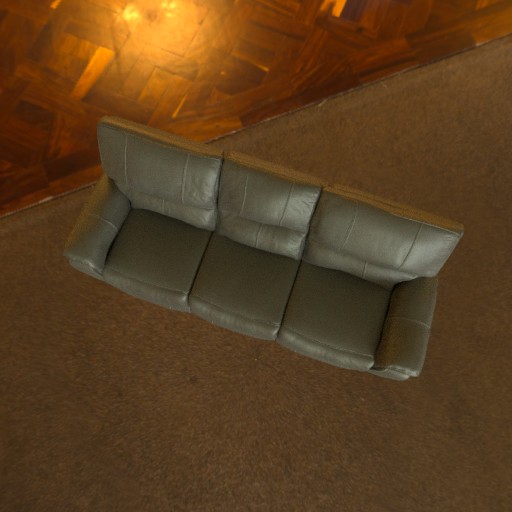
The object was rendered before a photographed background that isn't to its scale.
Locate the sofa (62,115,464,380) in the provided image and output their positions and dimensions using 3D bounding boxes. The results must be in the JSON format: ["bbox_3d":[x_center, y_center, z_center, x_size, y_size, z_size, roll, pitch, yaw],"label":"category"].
[{"bbox_3d":[0.000,0.000,3.261,2.627,1.134,1.104,18,78,4],"label":"sofa"}]
